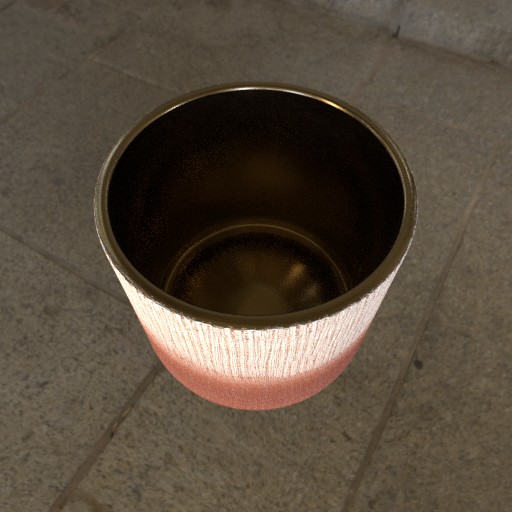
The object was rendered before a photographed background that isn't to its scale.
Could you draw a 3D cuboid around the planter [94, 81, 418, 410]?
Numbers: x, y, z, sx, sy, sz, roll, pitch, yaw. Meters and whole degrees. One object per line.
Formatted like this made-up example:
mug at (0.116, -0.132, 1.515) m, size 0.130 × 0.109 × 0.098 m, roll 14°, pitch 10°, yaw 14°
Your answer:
planter at (0.000, 0.000, 0.438) m, size 0.254 × 0.221 × 0.254 m, roll 0°, pitch 58°, yaw 0°
